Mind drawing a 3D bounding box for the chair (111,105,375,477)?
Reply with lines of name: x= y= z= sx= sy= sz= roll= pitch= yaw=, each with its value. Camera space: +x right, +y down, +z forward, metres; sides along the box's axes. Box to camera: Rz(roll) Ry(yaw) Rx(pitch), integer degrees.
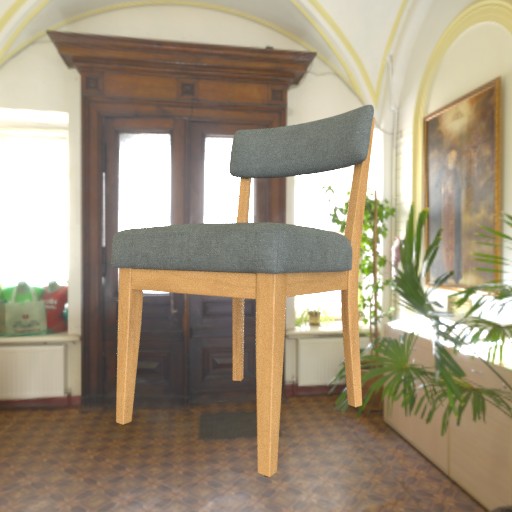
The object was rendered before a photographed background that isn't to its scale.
chair: x=0.000 y=0.000 z=1.179 sx=0.508 sy=0.832 sz=0.572 roll=1 pitch=1 yaw=36
